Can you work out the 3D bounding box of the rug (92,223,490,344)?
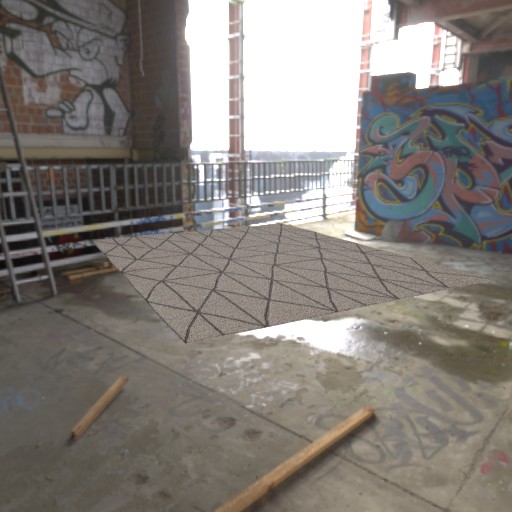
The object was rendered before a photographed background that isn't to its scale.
[{"bbox_3d":[0.000,0.000,4.120,2.468,0.022,3.061,-7,15,-27],"label":"rug"}]
